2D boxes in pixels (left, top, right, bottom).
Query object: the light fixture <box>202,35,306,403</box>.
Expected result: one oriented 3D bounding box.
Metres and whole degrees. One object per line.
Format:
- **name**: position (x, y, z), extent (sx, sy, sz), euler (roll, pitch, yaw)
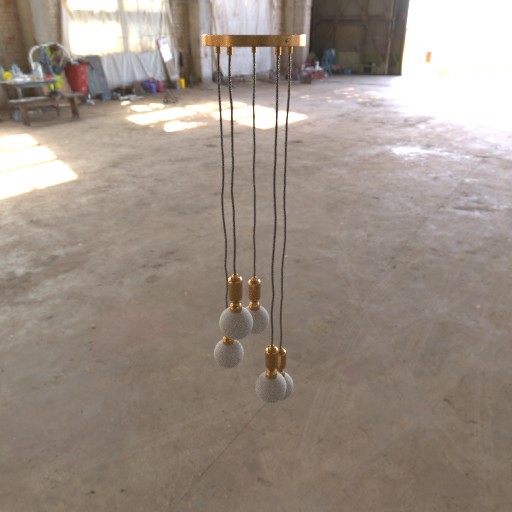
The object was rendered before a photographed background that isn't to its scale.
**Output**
- **light fixture**: position (0.000, 0.000, 0.511), extent (0.108, 0.457, 0.105), euler (-18, 32, -32)
